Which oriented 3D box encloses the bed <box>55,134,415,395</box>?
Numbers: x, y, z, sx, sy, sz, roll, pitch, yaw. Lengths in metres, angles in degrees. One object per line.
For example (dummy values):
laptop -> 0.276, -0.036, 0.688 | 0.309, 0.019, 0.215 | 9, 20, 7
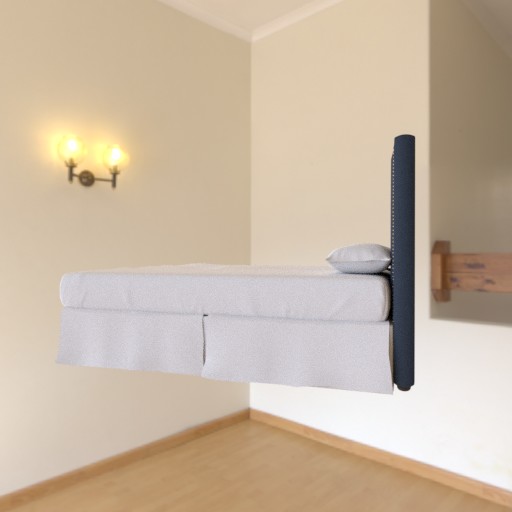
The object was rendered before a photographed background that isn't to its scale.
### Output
bed -> 0.000, 0.000, 3.431 | 2.282, 1.436, 1.821 | 0, 1, 19
